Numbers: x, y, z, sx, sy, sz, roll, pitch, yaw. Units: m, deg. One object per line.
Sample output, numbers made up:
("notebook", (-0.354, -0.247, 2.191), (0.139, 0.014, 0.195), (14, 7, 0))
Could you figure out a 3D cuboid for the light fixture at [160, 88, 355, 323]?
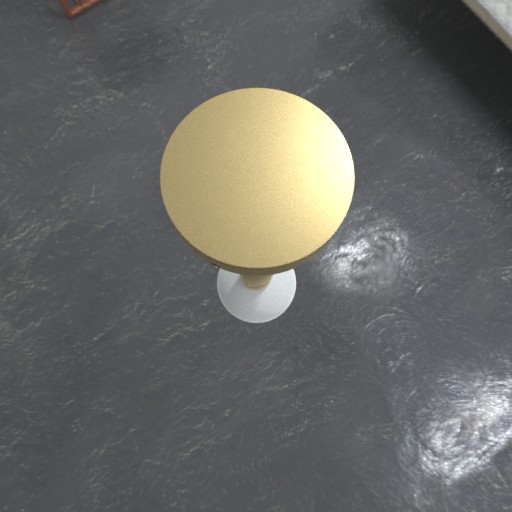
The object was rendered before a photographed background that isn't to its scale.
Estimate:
("light fixture", (0.000, 0.000, 0.572), (0.146, 0.510, 0.147), (35, 79, 8))
